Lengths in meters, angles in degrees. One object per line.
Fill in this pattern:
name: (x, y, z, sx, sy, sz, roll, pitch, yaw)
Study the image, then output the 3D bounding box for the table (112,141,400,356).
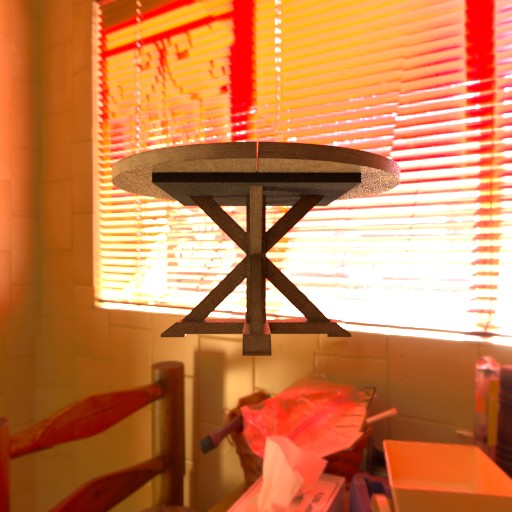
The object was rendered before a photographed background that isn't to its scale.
table: (0.000, 0.000, 2.193, 1.363, 0.781, 1.363, 0, 0, 0)
